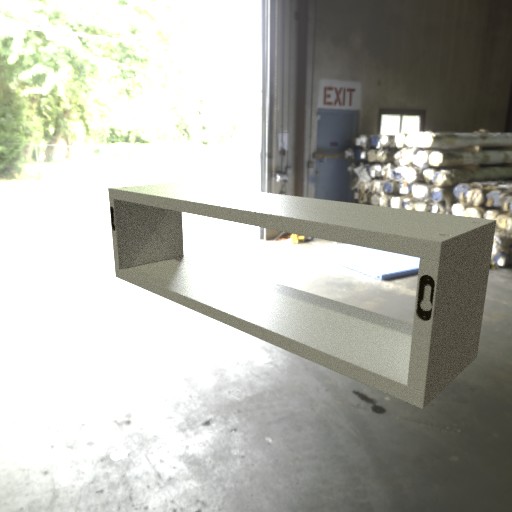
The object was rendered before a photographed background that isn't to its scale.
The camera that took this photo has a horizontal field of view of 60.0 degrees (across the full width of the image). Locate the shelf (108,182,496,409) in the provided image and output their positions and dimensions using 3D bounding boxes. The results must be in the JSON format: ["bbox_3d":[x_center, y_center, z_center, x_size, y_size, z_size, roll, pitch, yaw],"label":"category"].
[{"bbox_3d":[0.000,0.000,0.674,0.610,0.170,0.150,14,21,43],"label":"shelf"}]
